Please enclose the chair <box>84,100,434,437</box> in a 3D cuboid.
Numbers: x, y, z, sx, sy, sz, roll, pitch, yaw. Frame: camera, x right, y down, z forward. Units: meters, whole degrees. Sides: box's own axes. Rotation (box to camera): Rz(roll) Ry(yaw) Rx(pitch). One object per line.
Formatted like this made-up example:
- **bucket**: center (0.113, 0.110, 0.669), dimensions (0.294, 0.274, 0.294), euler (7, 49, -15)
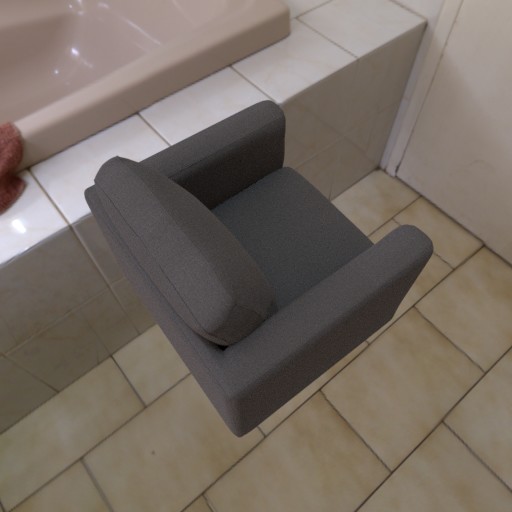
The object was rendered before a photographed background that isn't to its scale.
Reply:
- **chair**: center (0.000, 0.000, 1.588), dimensions (0.800, 0.927, 0.854), euler (-33, 64, -18)
